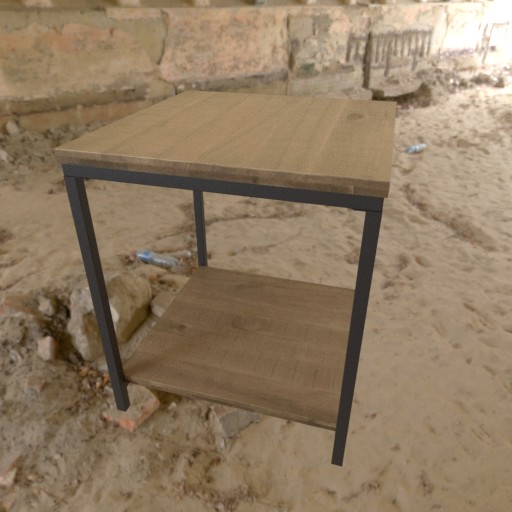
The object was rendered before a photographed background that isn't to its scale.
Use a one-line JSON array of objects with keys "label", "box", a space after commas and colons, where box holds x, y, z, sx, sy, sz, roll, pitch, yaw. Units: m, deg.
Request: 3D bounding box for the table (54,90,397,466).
[{"label": "table", "box": [0.000, 0.000, 0.983, 0.503, 0.589, 0.507, 8, 31, 14]}]
